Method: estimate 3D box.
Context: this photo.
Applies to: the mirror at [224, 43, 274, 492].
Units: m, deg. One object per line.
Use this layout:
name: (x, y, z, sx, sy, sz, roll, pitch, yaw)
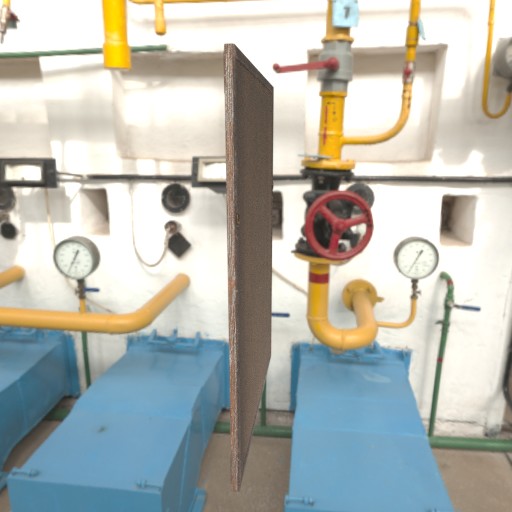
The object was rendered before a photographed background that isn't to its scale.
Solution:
mirror: (0.000, 0.000, 1.283, 0.025, 0.996, 0.705, 2, 15, 8)
